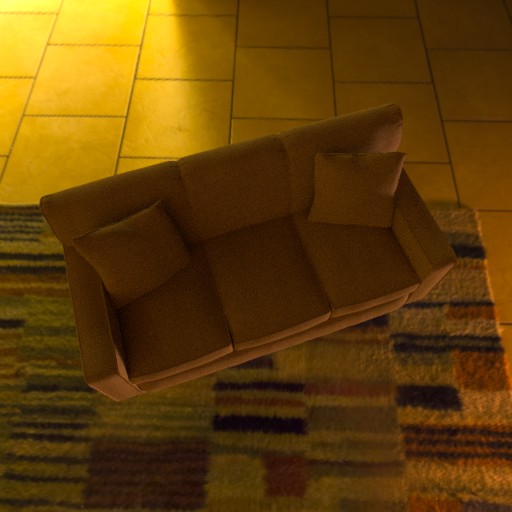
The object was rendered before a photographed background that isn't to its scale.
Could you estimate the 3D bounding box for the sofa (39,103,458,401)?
[{"bbox_3d":[0.000,0.000,2.567,2.024,0.958,0.997,-17,65,-8],"label":"sofa"}]
